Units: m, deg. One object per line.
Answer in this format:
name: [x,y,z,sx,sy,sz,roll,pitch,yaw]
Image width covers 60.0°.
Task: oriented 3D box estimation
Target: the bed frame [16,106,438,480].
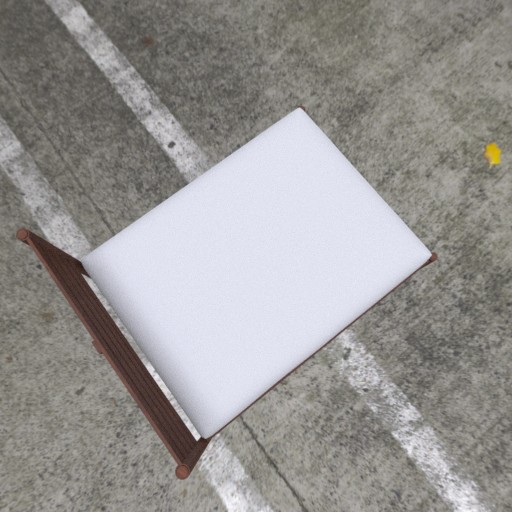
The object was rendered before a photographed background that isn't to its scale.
bed frame: [0.000,0.000,3.178,2.234,1.321,1.655,-37,79,-9]
